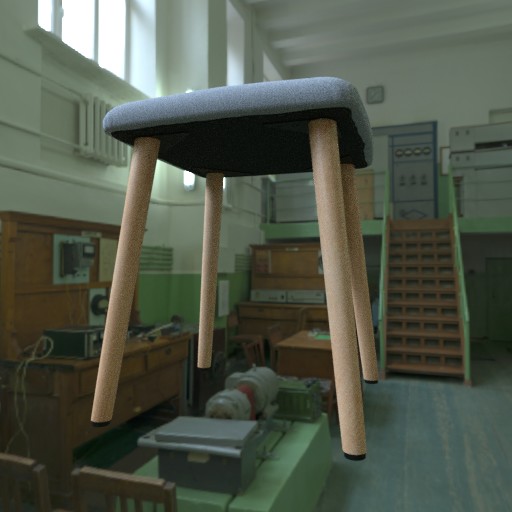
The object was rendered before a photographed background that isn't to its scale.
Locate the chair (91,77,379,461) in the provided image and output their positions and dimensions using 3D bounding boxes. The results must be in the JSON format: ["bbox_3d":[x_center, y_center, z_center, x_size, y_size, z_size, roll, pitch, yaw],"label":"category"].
[{"bbox_3d":[0.000,0.000,0.683,0.350,0.440,0.350,0,-1,18],"label":"chair"}]
